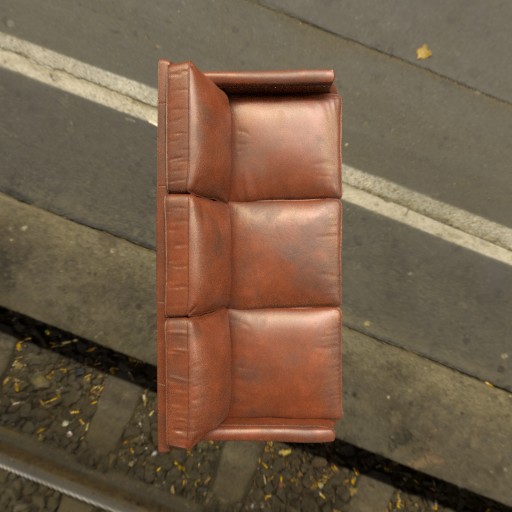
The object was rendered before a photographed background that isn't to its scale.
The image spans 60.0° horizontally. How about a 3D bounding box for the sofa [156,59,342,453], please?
[{"bbox_3d":[0.000,0.000,2.764,1.084,1.003,2.240,0,90,1],"label":"sofa"}]
